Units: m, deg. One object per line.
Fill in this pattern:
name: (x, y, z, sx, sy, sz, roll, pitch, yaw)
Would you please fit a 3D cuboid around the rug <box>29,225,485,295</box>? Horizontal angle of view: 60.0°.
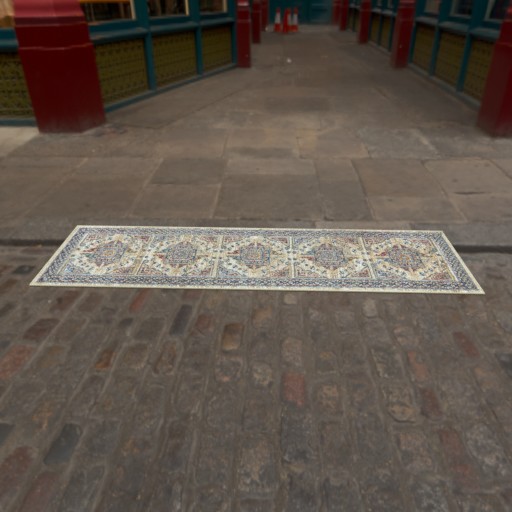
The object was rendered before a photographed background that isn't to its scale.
rug: (0.000, 0.000, 2.512, 2.297, 0.013, 0.661, 1, 31, 2)
